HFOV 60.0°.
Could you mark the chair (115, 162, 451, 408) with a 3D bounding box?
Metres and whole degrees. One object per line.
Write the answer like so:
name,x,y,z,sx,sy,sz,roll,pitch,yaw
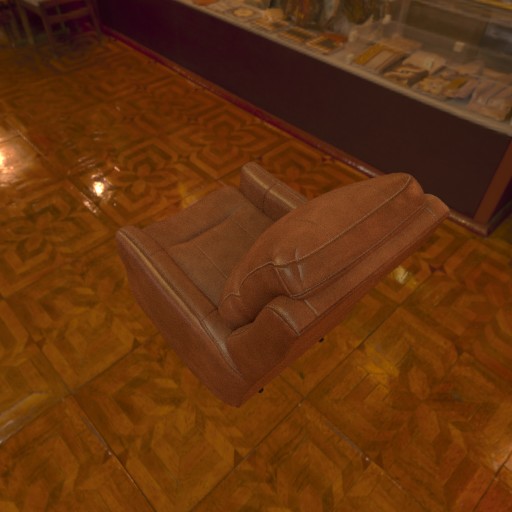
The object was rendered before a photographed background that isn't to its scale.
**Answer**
chair,0.000,0.000,1.763,0.821,1.016,1.072,-33,55,-27
